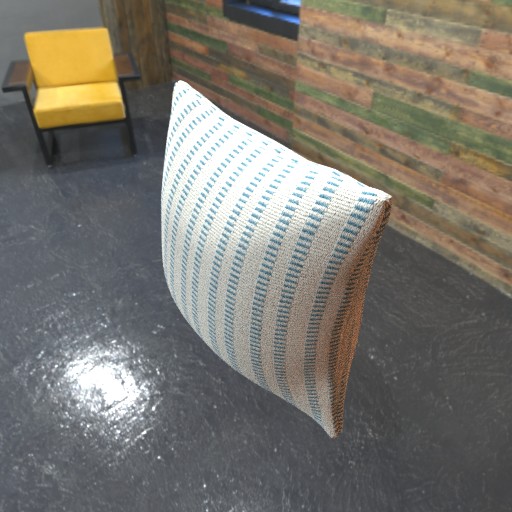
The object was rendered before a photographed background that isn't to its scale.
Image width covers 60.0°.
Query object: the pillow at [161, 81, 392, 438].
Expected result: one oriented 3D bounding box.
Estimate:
[{"bbox_3d":[0.000,0.000,0.680,0.247,0.419,0.438,-24,44,-27],"label":"pillow"}]
